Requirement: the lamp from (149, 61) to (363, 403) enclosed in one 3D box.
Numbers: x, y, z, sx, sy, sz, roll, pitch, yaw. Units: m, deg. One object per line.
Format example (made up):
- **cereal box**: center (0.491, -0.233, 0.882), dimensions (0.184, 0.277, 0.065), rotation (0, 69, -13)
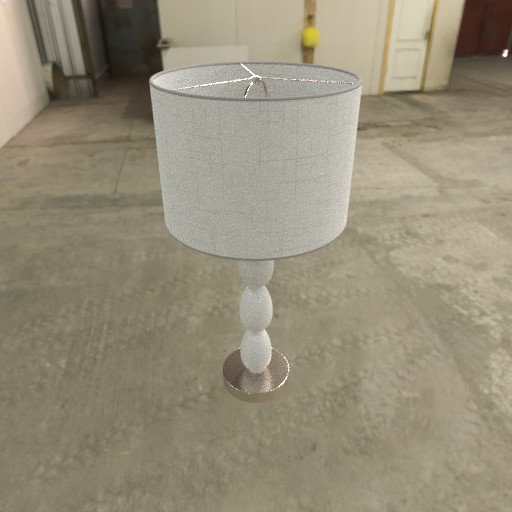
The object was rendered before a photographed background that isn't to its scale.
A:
- **lamp**: center (0.000, 0.000, 0.734), dimensions (0.280, 0.559, 0.282), rotation (10, 32, 16)
